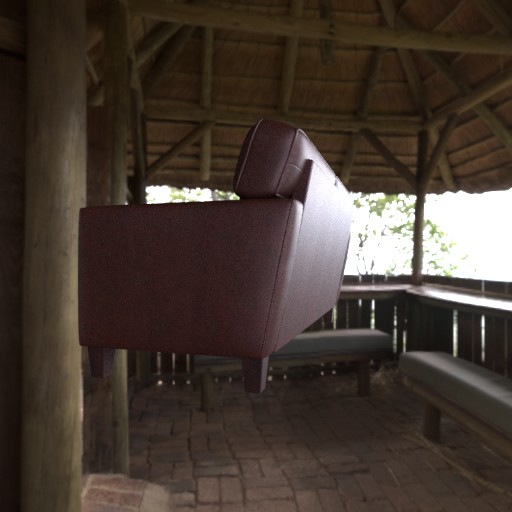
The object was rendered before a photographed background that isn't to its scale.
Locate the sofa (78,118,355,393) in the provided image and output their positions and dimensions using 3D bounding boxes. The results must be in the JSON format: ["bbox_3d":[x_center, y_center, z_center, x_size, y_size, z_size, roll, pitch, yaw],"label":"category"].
[{"bbox_3d":[0.000,0.000,2.403,0.912,0.928,1.876,0,0,18],"label":"sofa"}]
